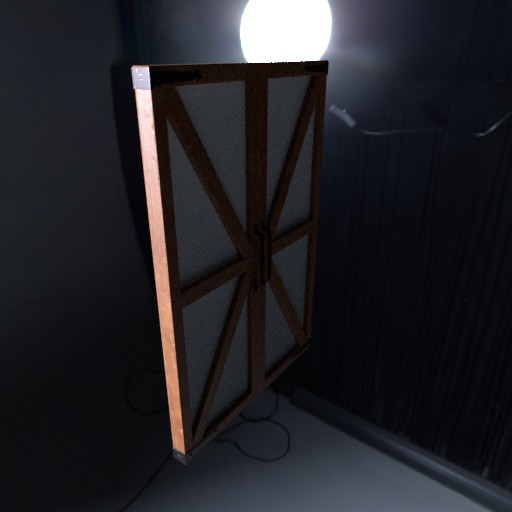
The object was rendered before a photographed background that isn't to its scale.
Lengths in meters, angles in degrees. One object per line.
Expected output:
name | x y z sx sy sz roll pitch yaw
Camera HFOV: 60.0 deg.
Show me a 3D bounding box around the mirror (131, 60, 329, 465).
mirror | 0.000 0.000 0.950 0.053 0.761 0.517 17 30 33
